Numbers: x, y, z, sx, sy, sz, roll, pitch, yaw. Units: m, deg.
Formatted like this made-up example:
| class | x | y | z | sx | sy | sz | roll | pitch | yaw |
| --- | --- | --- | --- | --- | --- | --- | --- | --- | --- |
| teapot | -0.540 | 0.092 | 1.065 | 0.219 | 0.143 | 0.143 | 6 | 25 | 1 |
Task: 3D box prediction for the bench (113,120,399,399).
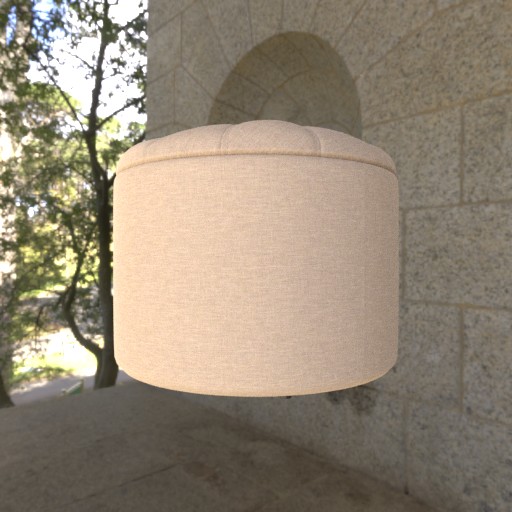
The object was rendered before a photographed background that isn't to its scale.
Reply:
| class | x | y | z | sx | sy | sz | roll | pitch | yaw |
| --- | --- | --- | --- | --- | --- | --- | --- | --- | --- |
| bench | 0.000 | 0.000 | 0.979 | 0.600 | 0.454 | 0.600 | 0 | 0 | 0 |
